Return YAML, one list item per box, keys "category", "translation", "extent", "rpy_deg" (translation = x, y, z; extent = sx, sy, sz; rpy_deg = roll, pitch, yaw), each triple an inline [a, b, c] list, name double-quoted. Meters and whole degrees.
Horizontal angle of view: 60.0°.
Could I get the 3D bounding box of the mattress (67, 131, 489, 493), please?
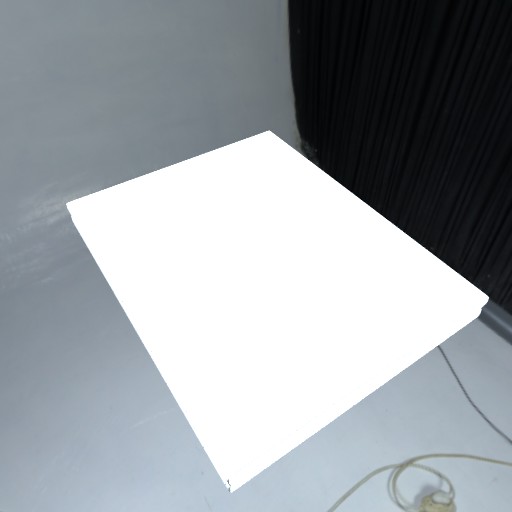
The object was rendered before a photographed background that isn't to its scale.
- category: "mattress"
  translation: [0.000, 0.000, 2.637]
  extent: [1.600, 0.200, 2.000]
  rpy_deg: [-26, 51, -23]
